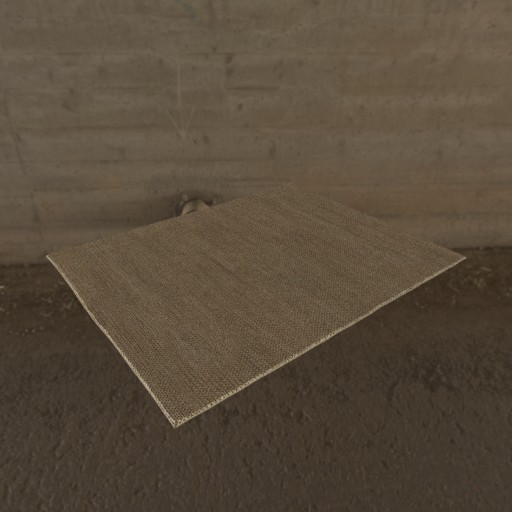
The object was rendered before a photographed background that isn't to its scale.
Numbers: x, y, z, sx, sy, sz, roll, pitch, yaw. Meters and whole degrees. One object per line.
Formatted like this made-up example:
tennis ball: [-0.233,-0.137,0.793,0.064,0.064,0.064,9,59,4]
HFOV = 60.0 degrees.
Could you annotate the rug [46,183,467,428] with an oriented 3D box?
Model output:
rug: [0.000,0.000,4.099,3.052,0.030,2.429,-21,36,-32]
